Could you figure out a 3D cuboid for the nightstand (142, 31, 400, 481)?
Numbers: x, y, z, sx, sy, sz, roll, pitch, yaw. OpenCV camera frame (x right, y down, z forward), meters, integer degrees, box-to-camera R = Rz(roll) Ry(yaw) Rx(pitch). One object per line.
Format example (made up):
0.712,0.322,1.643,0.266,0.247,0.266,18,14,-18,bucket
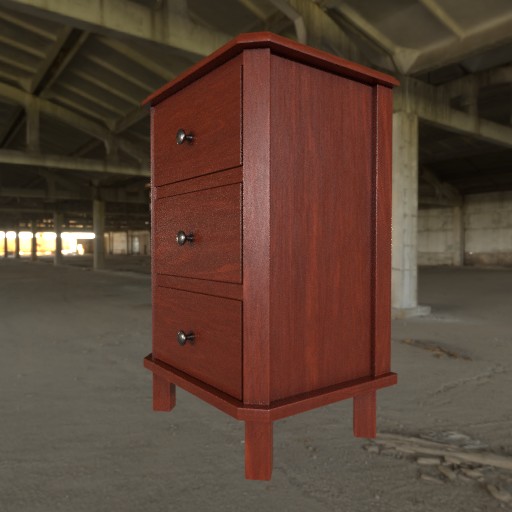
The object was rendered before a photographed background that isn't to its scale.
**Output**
0.000,0.000,0.910,0.351,0.681,0.435,-1,2,-36,nightstand
